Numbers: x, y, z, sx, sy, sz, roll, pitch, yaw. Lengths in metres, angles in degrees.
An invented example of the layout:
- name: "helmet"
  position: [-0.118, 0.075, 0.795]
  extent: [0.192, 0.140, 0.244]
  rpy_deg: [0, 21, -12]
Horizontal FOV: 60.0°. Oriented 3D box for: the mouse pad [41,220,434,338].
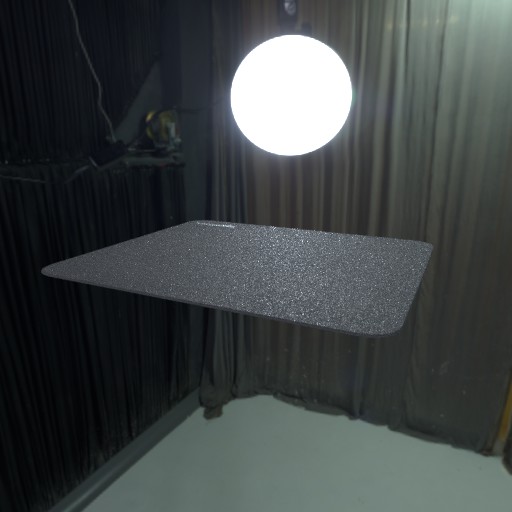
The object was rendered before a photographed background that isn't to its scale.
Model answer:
- name: "mouse pad"
  position: [0.000, 0.000, 0.443]
  extent: [0.315, 0.002, 0.269]
  rpy_deg: [7, 17, 25]
